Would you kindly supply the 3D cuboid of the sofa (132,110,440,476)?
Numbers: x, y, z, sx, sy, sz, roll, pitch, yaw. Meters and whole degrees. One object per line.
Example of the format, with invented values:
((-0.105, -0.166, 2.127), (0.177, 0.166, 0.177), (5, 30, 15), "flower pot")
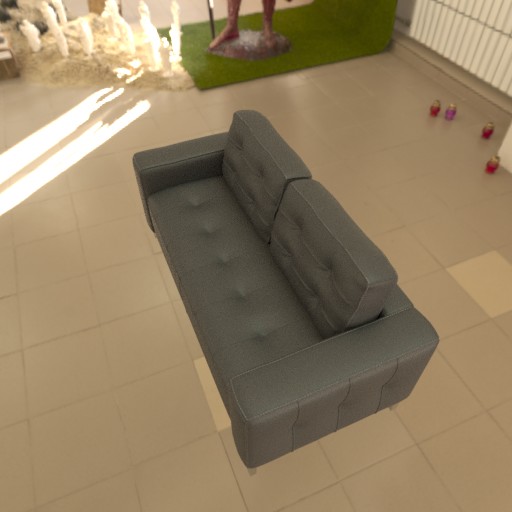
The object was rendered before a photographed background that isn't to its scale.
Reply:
((0.000, 0.000, 2.236), (0.833, 0.893, 1.726), (-18, 50, -16), "sofa")
